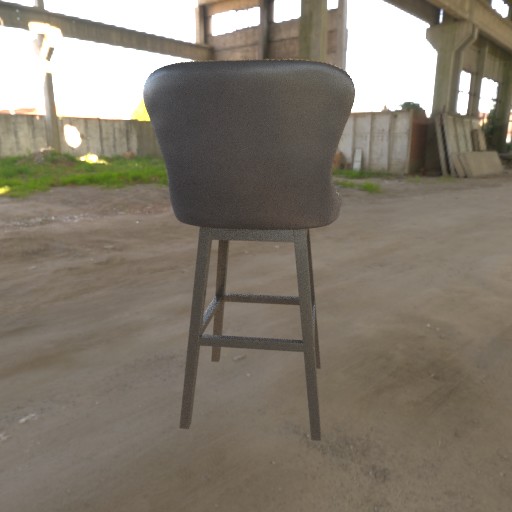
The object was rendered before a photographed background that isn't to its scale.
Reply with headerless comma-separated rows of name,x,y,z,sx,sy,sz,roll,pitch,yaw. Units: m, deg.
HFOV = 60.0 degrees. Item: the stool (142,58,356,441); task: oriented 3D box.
stool,0.000,0.000,1.381,0.528,1.050,0.601,2,15,8
